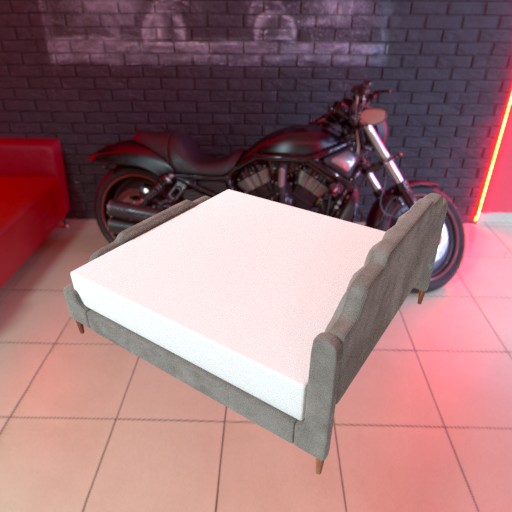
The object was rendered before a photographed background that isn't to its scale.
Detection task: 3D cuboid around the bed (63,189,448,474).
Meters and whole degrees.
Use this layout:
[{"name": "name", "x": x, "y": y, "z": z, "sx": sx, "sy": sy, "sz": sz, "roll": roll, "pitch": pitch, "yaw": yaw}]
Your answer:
[{"name": "bed", "x": 0.000, "y": 0.000, "z": 3.570, "sx": 2.340, "sy": 1.245, "sz": 2.074, "roll": 19, "pitch": 36, "yaw": 29}]
